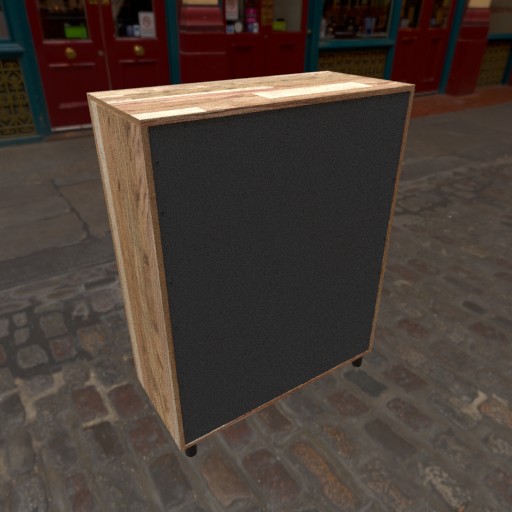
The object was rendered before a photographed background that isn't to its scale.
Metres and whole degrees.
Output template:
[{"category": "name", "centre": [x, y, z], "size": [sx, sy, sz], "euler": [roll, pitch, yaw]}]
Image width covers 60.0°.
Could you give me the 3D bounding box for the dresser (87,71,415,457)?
[{"category": "dresser", "centre": [0.000, 0.000, 1.734], "size": [0.966, 1.243, 0.480], "euler": [-18, 34, -29]}]
